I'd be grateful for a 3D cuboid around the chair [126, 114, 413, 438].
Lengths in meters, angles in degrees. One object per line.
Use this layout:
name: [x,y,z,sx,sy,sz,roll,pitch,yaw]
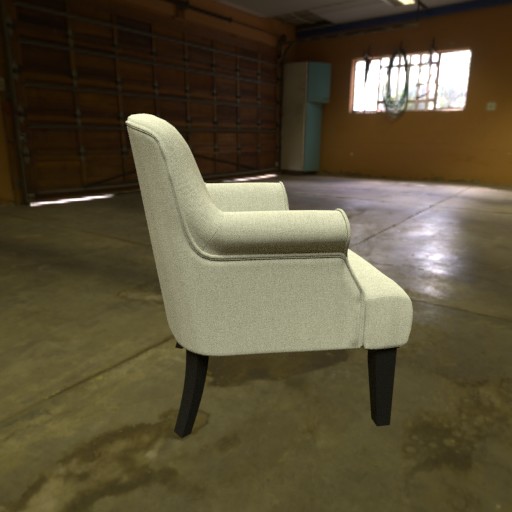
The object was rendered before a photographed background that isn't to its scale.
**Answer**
chair: [0.000,0.000,1.450,0.750,0.875,0.781,-3,16,-9]
